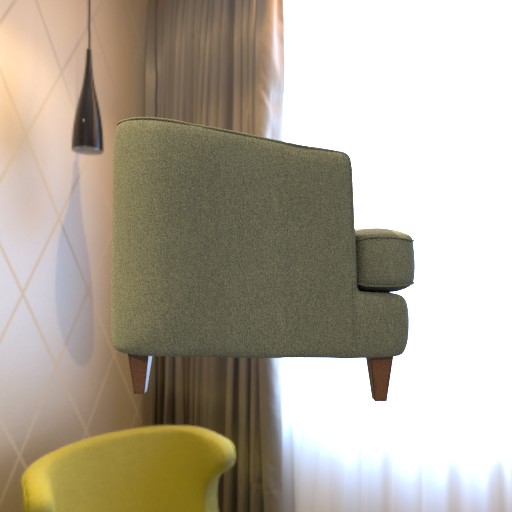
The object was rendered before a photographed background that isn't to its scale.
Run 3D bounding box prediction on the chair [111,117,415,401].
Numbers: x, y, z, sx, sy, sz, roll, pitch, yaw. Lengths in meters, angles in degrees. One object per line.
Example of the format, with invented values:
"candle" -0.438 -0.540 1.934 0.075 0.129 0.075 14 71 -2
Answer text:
"chair" 0.000 0.000 1.753 0.945 0.852 1.094 0 -2 0
